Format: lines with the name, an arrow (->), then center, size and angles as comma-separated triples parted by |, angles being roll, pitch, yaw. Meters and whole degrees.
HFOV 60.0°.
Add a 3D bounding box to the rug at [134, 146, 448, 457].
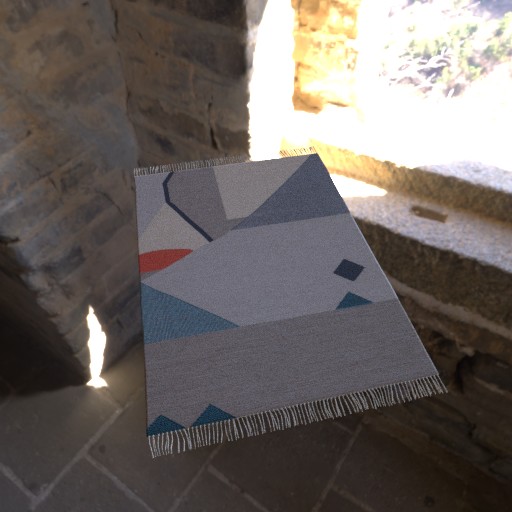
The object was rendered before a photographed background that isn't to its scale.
rug -> 0.000, 0.000, 2.331 | 1.220, 0.005, 1.828 | -9, 48, -8
